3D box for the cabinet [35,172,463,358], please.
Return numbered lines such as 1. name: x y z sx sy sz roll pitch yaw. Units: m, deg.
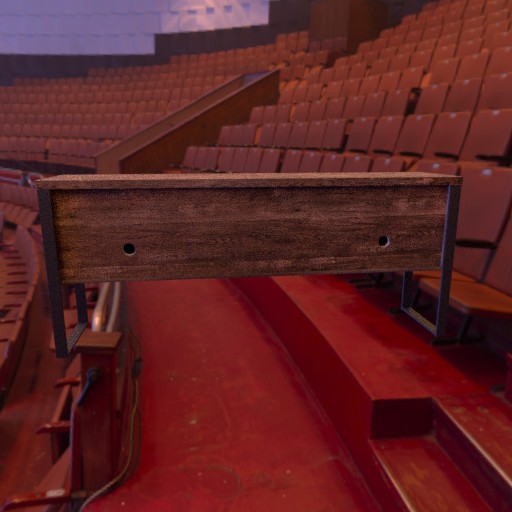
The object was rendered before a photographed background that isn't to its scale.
1. cabinet: 0.000 0.000 2.131 1.800 0.762 0.395 -2 14 -7
